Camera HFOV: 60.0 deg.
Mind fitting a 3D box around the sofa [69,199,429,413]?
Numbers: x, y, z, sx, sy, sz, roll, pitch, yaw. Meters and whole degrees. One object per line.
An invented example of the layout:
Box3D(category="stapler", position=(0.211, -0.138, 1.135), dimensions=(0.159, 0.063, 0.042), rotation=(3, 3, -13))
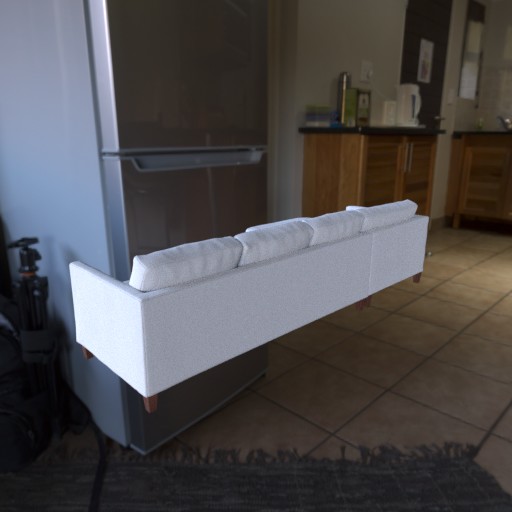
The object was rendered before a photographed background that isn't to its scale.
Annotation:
Box3D(category="sofa", position=(0.000, 0.000, 3.919), dimensions=(3.186, 0.861, 1.625), rotation=(-15, 22, -41))
